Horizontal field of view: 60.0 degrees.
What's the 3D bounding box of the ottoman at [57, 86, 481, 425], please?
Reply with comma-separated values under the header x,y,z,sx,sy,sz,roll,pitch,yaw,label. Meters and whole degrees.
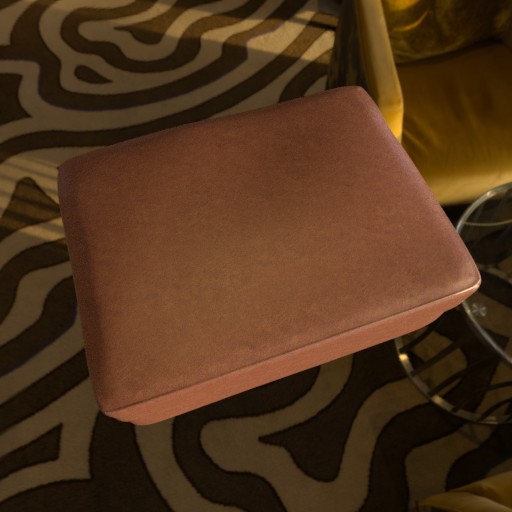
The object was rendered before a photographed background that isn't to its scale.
x,y,z,sx,sy,sz,roll,pitch,yaw,label
0.000,0.000,1.189,0.851,0.485,0.650,-17,65,-8,ottoman
